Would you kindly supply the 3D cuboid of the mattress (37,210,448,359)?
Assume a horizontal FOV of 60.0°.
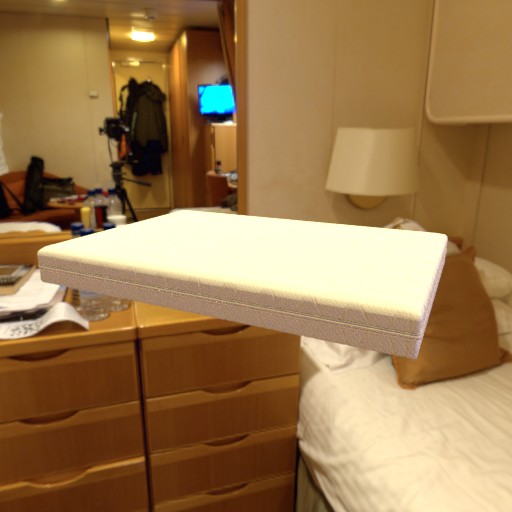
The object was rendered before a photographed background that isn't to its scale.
[{"bbox_3d":[0.000,0.000,2.617,2.000,0.200,1.400,8,17,25],"label":"mattress"}]
